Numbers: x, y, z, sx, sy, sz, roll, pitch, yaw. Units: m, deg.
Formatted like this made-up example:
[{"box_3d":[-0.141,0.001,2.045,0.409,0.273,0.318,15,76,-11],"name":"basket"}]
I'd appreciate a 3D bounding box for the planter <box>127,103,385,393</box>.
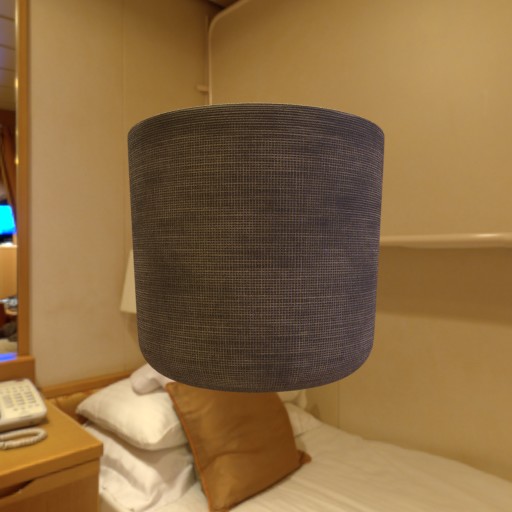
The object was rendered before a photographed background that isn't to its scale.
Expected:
[{"box_3d":[0.000,0.000,0.791,0.440,0.398,0.440,0,0,0],"name":"planter"}]
